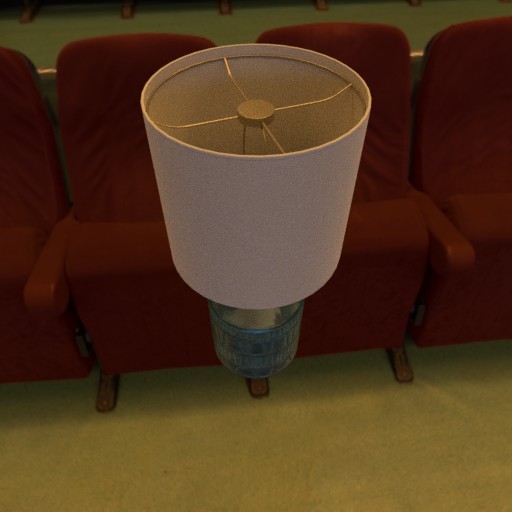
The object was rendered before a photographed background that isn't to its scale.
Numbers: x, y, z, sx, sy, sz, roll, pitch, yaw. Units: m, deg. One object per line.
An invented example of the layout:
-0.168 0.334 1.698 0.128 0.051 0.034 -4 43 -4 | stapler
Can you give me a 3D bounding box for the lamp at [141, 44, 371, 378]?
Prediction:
0.000 0.000 0.579 0.211 0.455 0.211 -4 48 -4 | lamp
